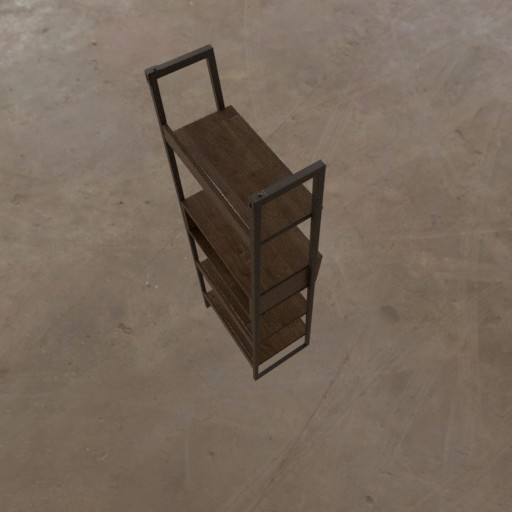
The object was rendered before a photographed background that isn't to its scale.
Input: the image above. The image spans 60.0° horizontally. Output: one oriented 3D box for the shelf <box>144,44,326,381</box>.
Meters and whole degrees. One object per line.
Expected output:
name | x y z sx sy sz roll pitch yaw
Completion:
shelf | 0.000 0.000 2.262 0.454 2.005 0.652 -30 65 -16
